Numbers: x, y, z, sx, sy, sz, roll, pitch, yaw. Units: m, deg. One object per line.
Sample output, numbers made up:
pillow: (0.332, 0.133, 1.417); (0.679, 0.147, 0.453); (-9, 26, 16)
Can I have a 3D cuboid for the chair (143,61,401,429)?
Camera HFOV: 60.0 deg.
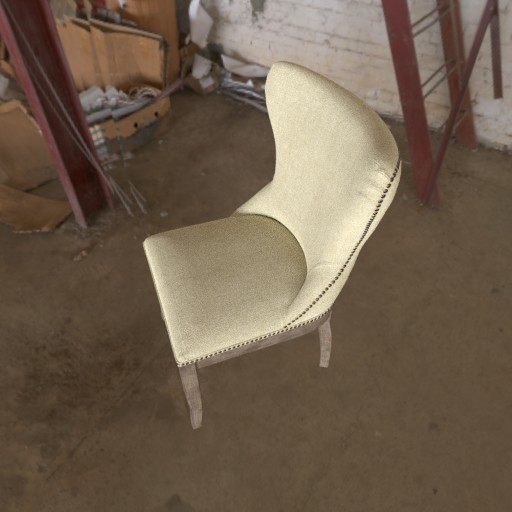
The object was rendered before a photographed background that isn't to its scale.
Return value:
chair: (0.000, 0.000, 1.465); (0.681, 1.002, 0.654); (-15, 47, -14)
